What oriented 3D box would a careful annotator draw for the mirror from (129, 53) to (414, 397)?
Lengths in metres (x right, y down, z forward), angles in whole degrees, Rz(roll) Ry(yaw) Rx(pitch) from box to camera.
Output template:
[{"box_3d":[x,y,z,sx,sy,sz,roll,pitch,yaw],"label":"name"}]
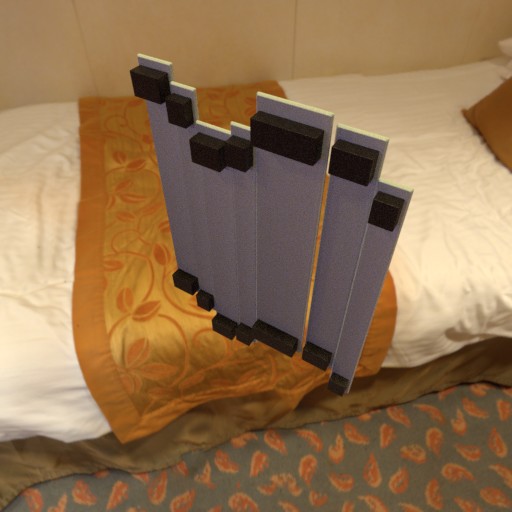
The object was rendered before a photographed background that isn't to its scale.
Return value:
[{"box_3d":[0.000,0.000,0.787,0.445,0.611,0.058,24,51,21],"label":"mirror"}]
